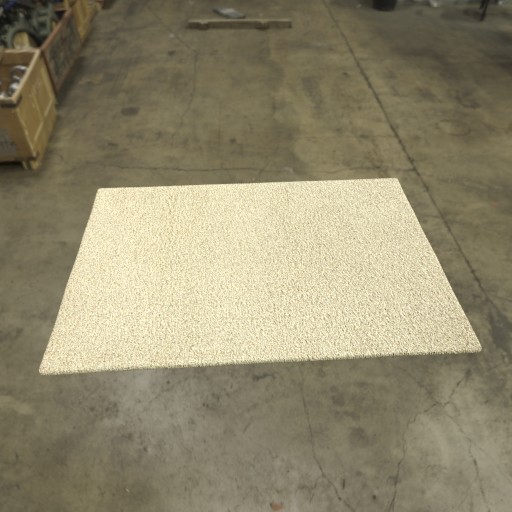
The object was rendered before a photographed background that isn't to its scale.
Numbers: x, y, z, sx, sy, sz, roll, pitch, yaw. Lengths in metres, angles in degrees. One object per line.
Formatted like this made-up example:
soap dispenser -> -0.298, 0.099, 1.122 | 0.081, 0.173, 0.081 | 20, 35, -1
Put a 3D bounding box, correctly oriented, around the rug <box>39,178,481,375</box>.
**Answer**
rug -> 0.000, 0.000, 2.203 | 1.778, 0.030, 1.219 | -2, 45, -2
